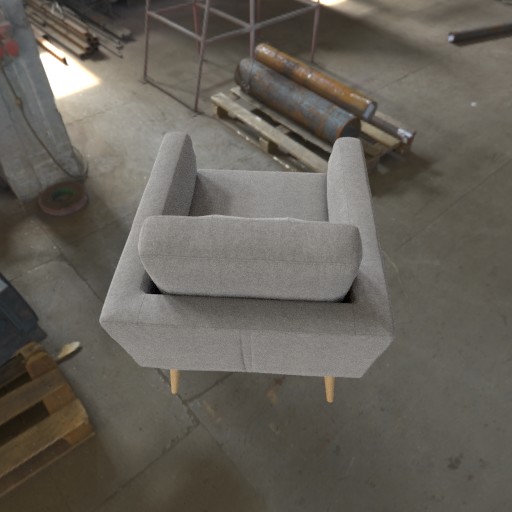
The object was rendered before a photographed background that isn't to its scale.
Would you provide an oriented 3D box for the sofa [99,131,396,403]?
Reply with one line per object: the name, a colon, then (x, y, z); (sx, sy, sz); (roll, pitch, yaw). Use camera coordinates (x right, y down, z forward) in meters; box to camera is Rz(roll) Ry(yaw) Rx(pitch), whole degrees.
sofa: (0.000, 0.000, 1.559); (0.770, 0.860, 0.920); (2, 47, 2)
